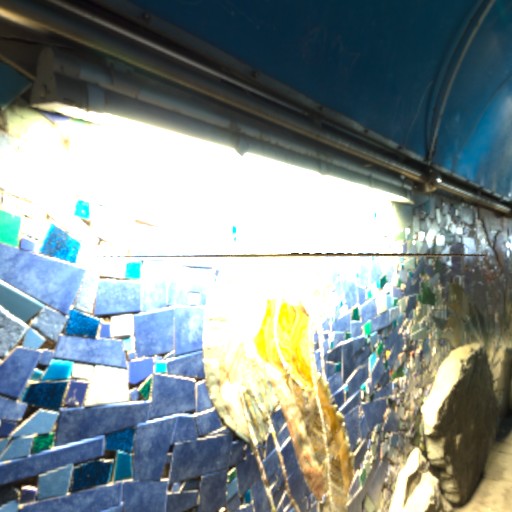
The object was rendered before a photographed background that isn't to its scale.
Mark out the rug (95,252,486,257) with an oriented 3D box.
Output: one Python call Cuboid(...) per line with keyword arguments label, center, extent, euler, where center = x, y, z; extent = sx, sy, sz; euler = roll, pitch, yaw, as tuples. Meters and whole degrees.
Cuboid(label="rug", center=(0.000, 0.000, 2.578), extent=(1.229, 0.011, 2.096), euler=(0, 0, -36))
